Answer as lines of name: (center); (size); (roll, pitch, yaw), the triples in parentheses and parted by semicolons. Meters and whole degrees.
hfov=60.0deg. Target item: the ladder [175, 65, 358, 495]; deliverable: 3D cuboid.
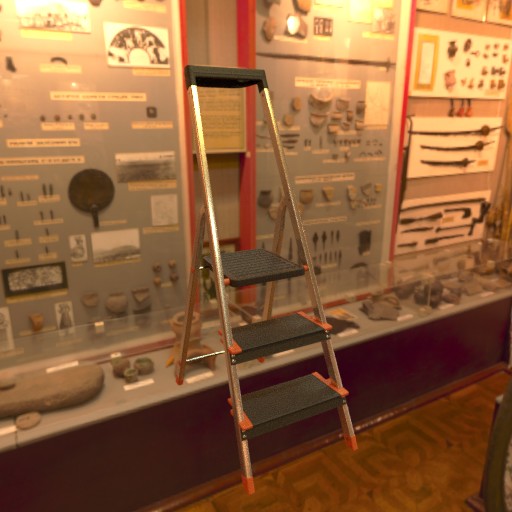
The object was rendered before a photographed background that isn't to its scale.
ladder: (0.000, 0.000, 1.508); (0.416, 1.229, 0.686); (-9, 19, -27)
